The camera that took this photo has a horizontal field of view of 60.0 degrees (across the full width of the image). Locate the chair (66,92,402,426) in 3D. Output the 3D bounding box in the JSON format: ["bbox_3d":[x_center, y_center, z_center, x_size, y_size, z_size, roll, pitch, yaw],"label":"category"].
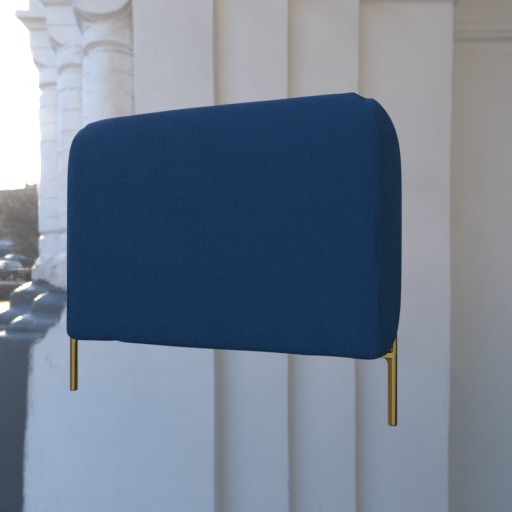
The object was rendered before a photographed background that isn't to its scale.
[{"bbox_3d":[0.000,0.000,1.524,0.947,0.793,0.877,0,0,17],"label":"chair"}]
